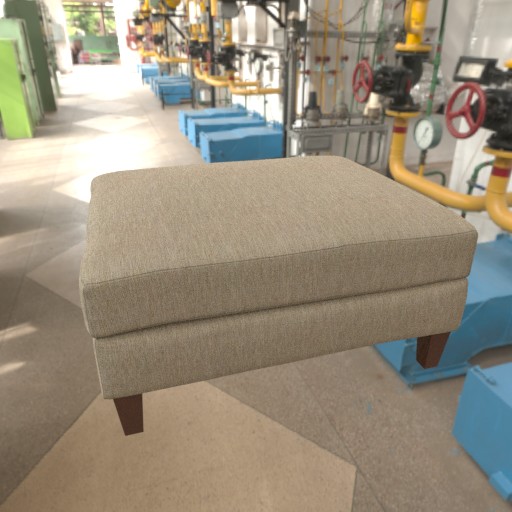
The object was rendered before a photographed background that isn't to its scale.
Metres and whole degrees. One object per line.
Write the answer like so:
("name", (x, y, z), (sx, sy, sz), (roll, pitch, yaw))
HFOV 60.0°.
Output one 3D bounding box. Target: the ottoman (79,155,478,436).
("ottoman", (0.000, 0.000, 1.417), (0.976, 0.492, 0.836), (-8, 27, -15))
